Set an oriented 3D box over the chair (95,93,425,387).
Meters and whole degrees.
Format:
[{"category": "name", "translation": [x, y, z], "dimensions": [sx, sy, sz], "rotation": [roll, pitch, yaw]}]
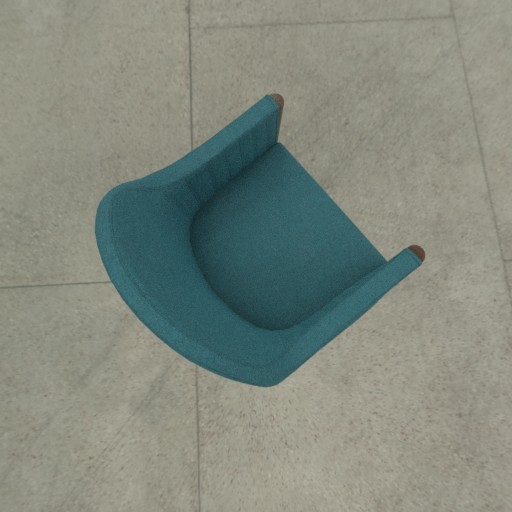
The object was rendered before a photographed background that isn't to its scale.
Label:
[{"category": "chair", "translation": [0.000, 0.000, 1.324], "dimensions": [0.652, 0.907, 0.656], "rotation": [-38, 79, -9]}]
